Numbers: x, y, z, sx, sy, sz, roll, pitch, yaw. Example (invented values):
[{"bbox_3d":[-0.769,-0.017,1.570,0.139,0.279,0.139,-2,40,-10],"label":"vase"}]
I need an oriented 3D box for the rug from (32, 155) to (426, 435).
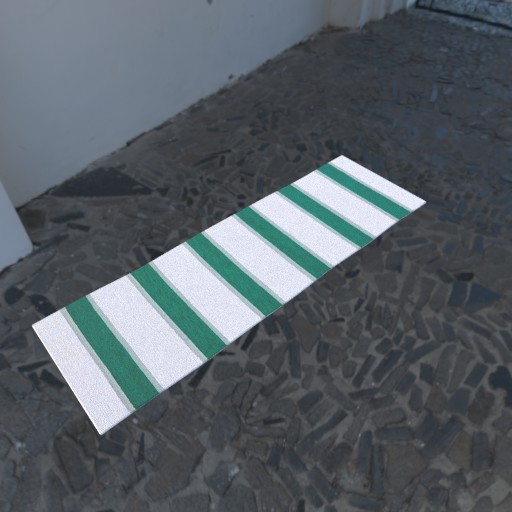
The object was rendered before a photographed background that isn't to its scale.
[{"bbox_3d":[0.000,0.000,2.677,2.438,0.012,0.768,-32,54,-27],"label":"rug"}]
